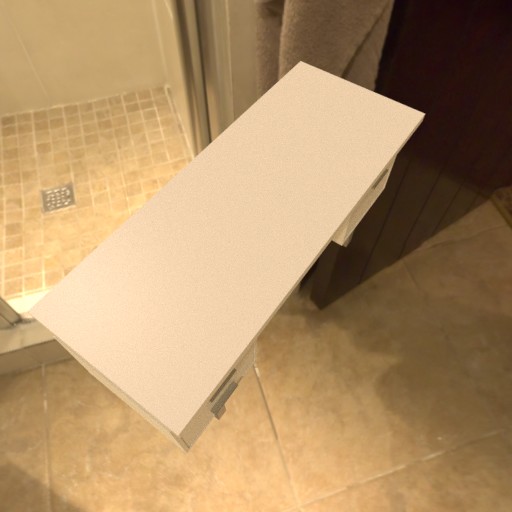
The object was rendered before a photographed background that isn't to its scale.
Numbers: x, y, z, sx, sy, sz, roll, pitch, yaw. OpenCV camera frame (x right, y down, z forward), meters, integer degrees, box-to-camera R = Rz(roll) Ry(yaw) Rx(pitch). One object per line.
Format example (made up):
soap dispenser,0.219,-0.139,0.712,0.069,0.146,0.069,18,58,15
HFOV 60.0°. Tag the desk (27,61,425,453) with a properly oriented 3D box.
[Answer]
desk,0.000,0.000,1.899,0.603,0.773,1.530,31,63,18
